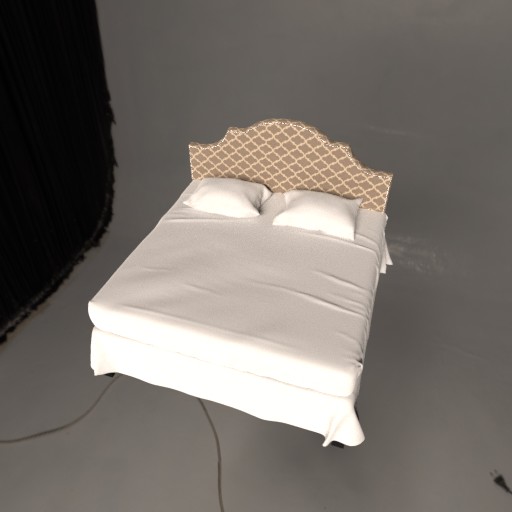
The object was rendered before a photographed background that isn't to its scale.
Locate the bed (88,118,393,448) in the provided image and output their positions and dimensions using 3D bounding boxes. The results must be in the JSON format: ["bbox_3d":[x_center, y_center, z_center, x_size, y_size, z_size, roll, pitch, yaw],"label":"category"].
[{"bbox_3d":[0.000,0.000,3.721,2.314,1.601,2.222,12,42,14],"label":"bed"}]
